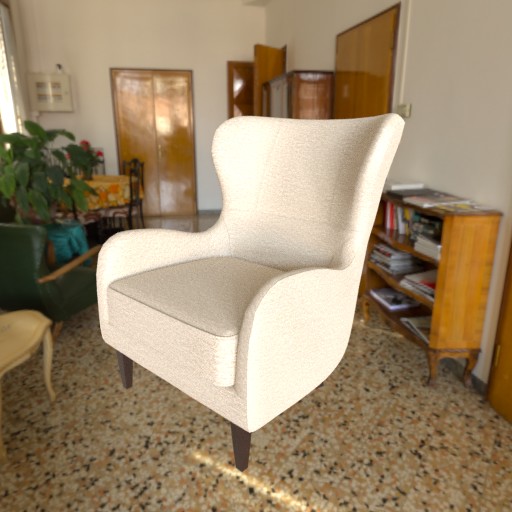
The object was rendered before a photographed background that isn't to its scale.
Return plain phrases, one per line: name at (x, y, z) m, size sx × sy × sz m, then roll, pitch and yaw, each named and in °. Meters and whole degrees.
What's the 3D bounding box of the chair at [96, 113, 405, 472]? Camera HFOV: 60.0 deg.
chair at (0.000, 0.000, 1.736) m, size 0.861 × 1.064 × 0.984 m, roll 15°, pitch 22°, yaw 41°
